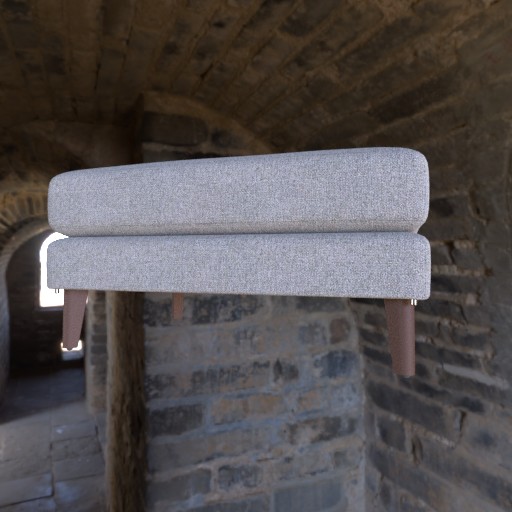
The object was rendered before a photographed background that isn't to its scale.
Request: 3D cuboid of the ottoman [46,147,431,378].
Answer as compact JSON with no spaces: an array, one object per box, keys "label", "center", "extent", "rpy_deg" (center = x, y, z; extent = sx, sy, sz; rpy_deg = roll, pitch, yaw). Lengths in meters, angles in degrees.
[{"label":"ottoman","center":[0.000,0.000,1.160],"extent":[0.821,0.441,0.611],"rpy_deg":[0,0,18]}]
